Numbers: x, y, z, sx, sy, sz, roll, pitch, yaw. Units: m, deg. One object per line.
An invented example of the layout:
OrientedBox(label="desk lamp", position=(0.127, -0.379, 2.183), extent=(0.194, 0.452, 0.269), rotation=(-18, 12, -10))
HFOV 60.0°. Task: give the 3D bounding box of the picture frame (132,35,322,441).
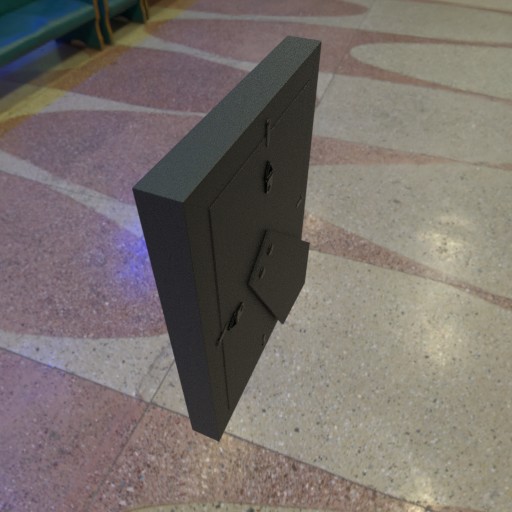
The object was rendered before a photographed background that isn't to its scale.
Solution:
OrientedBox(label="picture frame", position=(0.000, 0.000, 0.278), extent=(0.028, 0.208, 0.157), rotation=(17, 48, 16))
